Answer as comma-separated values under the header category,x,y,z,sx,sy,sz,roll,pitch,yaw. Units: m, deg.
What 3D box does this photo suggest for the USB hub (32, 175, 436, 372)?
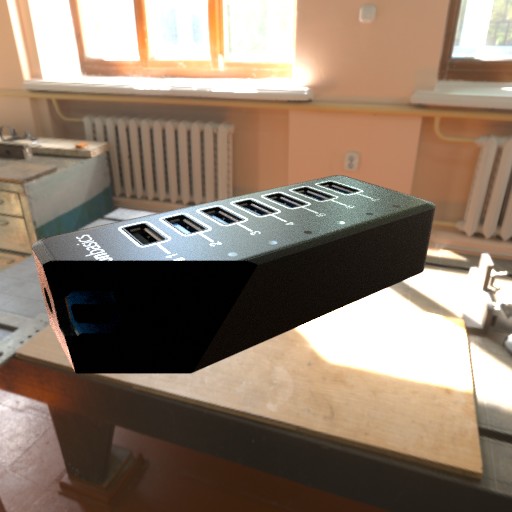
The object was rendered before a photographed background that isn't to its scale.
category,x,y,z,sx,sy,sz,roll,pitch,yaw
USB hub,0.000,0.000,0.129,0.110,0.023,0.044,-17,30,-32
